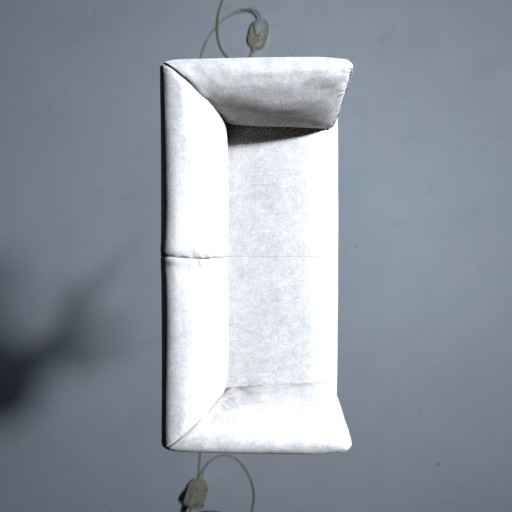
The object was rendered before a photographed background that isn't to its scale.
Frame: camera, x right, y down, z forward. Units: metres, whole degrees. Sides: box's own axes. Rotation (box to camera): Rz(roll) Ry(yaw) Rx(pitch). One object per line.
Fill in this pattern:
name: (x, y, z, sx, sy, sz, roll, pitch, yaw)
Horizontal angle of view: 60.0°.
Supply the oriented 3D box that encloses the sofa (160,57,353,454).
sofa: (0.000, 0.000, 2.394, 0.905, 0.747, 1.878, 0, 91, 1)
